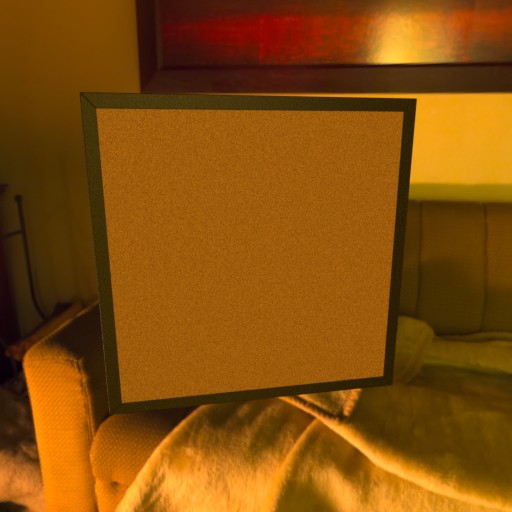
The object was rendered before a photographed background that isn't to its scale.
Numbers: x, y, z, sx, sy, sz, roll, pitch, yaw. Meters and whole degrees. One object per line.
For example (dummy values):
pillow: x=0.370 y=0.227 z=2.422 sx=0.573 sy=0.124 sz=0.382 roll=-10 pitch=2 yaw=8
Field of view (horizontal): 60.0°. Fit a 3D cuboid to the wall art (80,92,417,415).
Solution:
wall art: x=0.000 y=0.000 z=0.449 sx=0.304 sy=0.304 sz=0.038 roll=-3 pitch=15 yaw=-10
